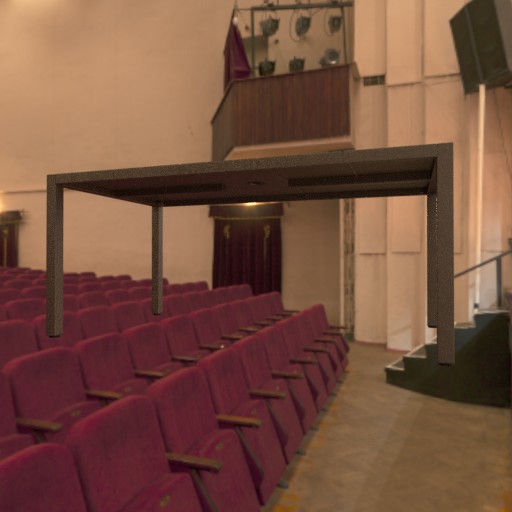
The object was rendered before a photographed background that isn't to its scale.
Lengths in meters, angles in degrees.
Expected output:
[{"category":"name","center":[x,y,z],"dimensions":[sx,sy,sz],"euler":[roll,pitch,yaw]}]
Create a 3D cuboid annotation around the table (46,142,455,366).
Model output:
[{"category":"table","center":[0.000,0.000,2.147],"dimensions":[1.680,0.735,0.914],"euler":[0,-1,19]}]
